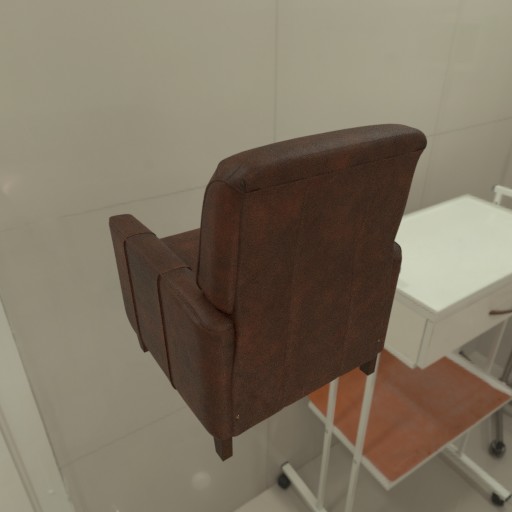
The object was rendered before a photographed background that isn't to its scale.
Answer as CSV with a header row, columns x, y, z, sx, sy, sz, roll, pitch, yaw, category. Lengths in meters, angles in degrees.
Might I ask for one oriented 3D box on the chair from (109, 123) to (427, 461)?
x,y,z,sx,sy,sz,roll,pitch,yaw,category
0.000,0.000,1.654,0.843,1.043,0.836,-19,34,-30,chair
